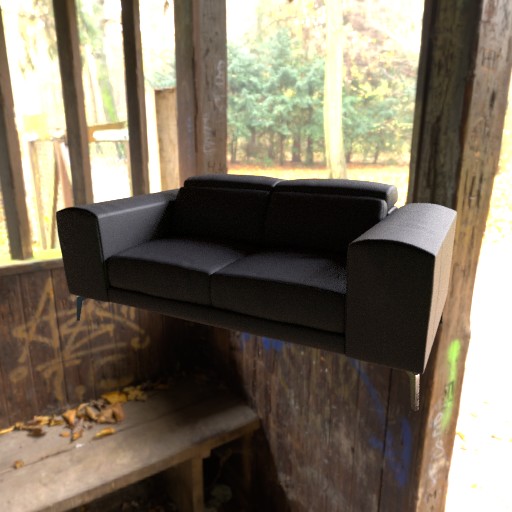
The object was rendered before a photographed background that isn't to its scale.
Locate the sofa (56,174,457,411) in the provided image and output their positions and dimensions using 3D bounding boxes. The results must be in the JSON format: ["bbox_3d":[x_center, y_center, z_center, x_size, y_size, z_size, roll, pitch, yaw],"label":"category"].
[{"bbox_3d":[0.000,0.000,2.374,1.895,0.779,1.003,8,17,26],"label":"sofa"}]
